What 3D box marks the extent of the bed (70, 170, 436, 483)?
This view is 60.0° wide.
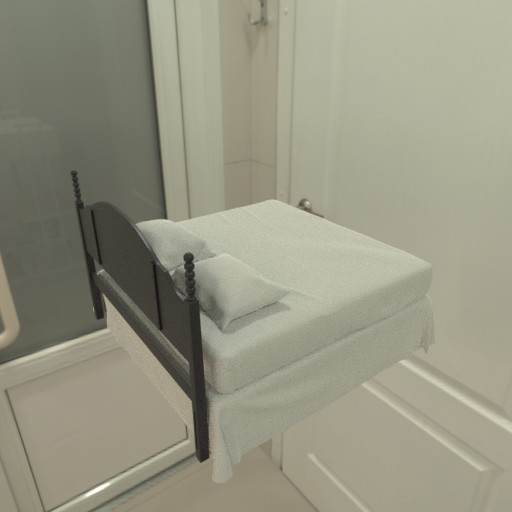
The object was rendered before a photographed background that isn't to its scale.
[{"bbox_3d":[0.000,0.000,3.606,2.219,1.355,2.322,-17,31,-32],"label":"bed"}]
